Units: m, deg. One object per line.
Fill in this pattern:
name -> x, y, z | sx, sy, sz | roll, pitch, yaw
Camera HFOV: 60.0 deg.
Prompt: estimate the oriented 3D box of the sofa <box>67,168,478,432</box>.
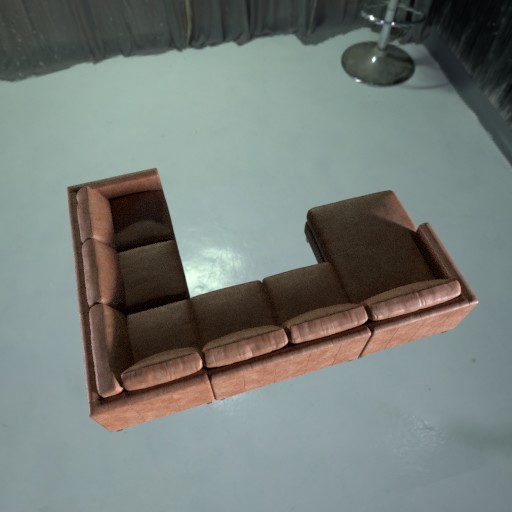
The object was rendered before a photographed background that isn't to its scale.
sofa -> 0.000, 0.000, 4.516 | 3.401, 0.832, 2.430 | -14, 59, -9
